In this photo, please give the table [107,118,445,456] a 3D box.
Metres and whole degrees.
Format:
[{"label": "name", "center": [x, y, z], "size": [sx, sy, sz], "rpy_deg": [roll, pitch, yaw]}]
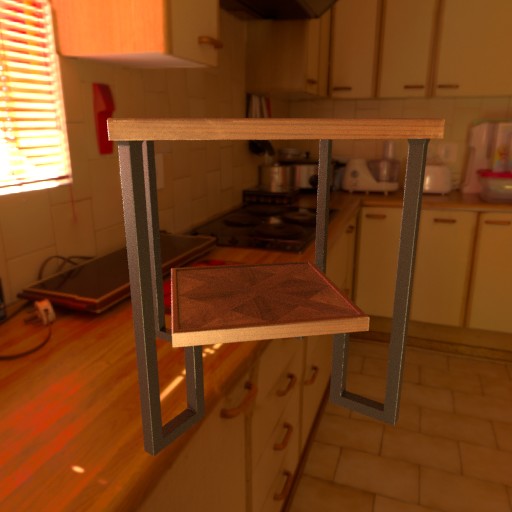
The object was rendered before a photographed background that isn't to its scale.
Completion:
[{"label": "table", "center": [0.000, 0.000, 0.958], "size": [0.503, 0.563, 0.503], "rpy_deg": [-3, 17, -10]}]
